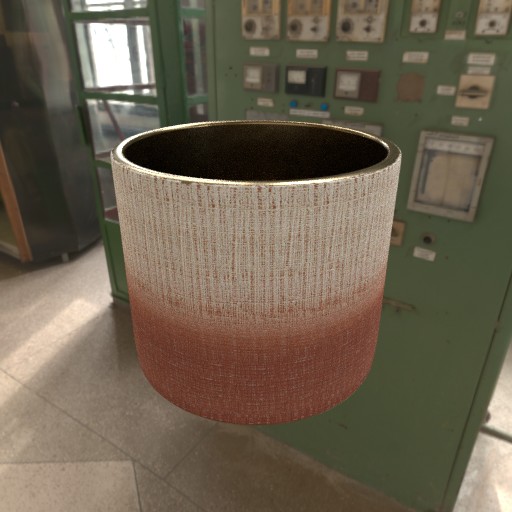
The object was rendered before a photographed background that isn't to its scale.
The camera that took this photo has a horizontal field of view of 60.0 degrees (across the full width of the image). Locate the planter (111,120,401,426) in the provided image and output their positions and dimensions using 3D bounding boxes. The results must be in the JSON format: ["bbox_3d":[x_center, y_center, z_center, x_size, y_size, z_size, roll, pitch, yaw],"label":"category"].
[{"bbox_3d":[0.000,0.000,0.311,0.178,0.157,0.178,0,26,0],"label":"planter"}]
